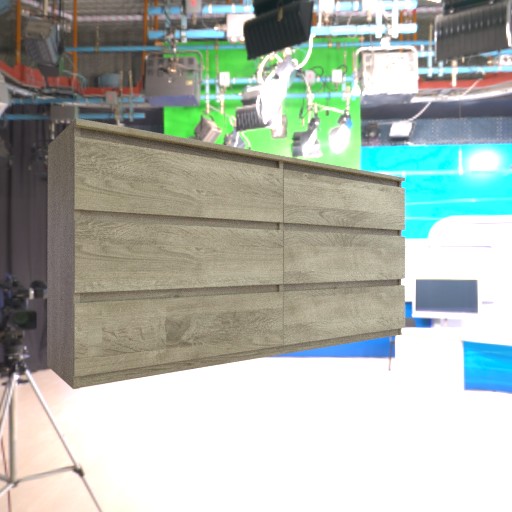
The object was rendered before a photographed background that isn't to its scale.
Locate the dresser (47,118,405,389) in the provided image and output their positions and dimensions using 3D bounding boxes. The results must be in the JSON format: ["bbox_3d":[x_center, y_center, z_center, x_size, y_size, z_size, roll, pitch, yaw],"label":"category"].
[{"bbox_3d":[0.000,0.000,1.913,1.590,0.795,0.390,0,-1,-37],"label":"dresser"}]
